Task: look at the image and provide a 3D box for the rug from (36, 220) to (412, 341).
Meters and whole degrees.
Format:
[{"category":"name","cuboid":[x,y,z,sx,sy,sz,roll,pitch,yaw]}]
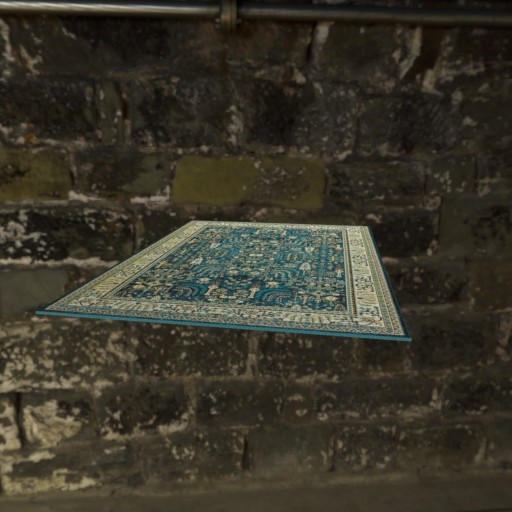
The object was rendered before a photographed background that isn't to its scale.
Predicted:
[{"category":"rug","cuboid":[0.000,0.000,2.881,1.594,0.013,2.213,3,15,9]}]
